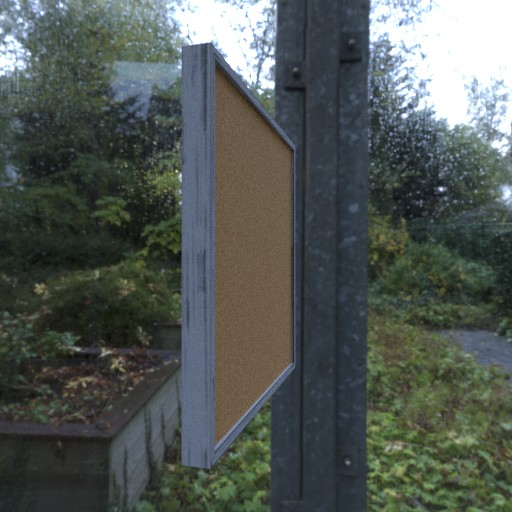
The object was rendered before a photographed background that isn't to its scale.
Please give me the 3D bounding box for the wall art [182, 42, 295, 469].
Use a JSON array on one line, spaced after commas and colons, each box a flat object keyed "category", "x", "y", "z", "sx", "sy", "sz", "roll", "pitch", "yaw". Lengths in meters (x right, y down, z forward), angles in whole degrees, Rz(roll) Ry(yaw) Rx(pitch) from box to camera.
[{"category": "wall art", "x": 0.000, "y": 0.000, "z": 0.772, "sx": 0.038, "sy": 0.506, "sz": 0.506, "roll": 0, "pitch": 0, "yaw": 16}]
